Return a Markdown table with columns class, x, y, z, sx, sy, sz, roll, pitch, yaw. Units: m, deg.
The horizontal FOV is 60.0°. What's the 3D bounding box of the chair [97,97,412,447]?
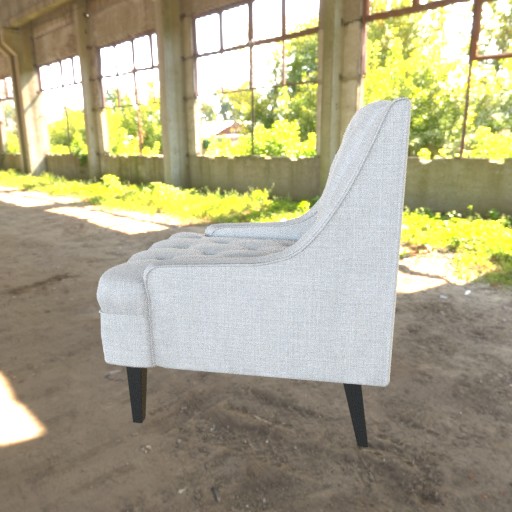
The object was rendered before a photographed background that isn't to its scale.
| class | x | y | z | sx | sy | sz | roll | pitch | yaw |
| --- | --- | --- | --- | --- | --- | --- | --- | --- | --- |
| chair | 0.000 | 0.000 | 1.393 | 0.772 | 0.891 | 0.658 | 2 | 14 | 9 |
